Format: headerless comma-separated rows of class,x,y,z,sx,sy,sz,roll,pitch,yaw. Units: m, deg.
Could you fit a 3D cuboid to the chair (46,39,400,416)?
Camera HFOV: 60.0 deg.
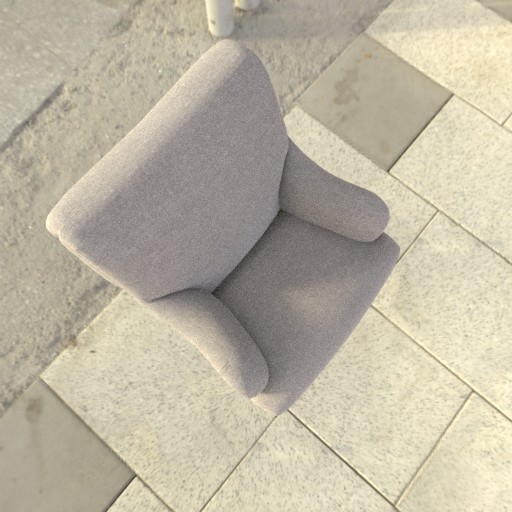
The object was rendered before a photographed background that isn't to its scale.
chair,0.000,0.000,1.525,0.843,0.942,0.766,37,78,10
